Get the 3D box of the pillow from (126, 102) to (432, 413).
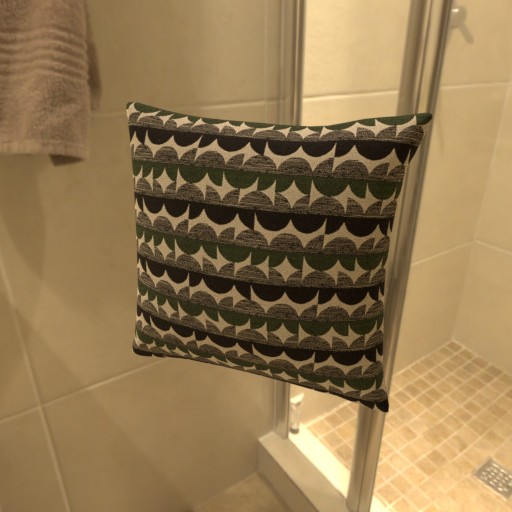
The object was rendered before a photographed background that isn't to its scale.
[{"bbox_3d":[0.000,0.000,0.635,0.419,0.404,0.180,8,26,17],"label":"pillow"}]
